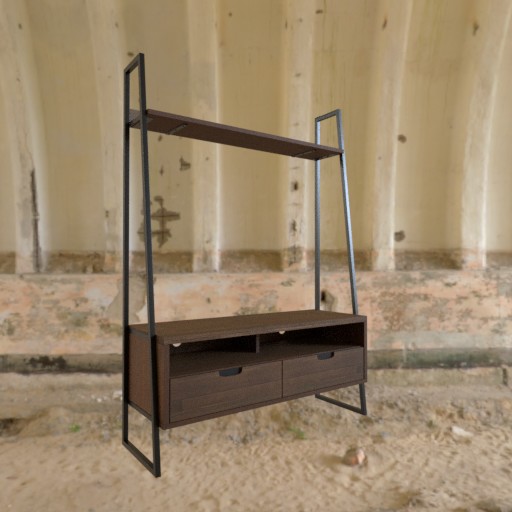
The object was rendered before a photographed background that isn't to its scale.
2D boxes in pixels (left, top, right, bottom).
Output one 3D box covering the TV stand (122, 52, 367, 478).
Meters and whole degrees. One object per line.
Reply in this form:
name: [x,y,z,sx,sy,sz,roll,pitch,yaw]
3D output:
TV stand: [0.000,0.000,2.286,1.250,1.772,0.432,1,-1,-36]
